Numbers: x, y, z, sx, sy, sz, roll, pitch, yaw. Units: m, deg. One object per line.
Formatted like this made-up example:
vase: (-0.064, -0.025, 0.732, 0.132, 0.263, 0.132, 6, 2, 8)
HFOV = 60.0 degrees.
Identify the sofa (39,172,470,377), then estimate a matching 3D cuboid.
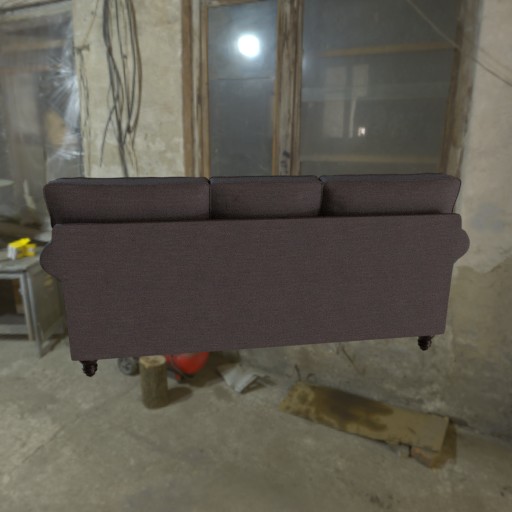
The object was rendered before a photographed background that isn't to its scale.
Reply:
sofa: (0.000, 0.000, 2.553, 2.084, 0.966, 0.909, -2, 15, -9)
